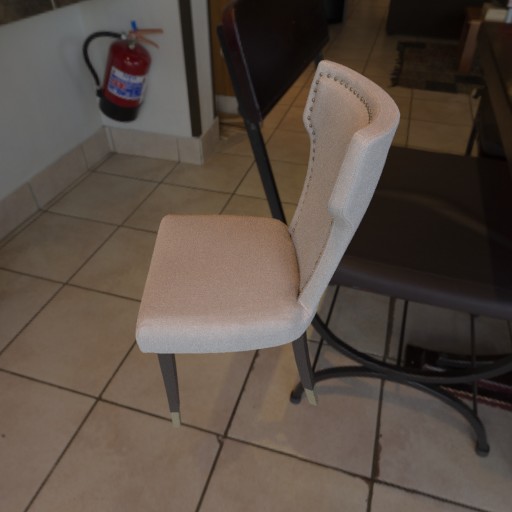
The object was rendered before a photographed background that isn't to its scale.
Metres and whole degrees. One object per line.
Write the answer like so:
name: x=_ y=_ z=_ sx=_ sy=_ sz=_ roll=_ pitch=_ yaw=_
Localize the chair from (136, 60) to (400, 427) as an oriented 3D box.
chair: x=0.000 y=0.000 z=1.289 sx=0.630 sy=0.950 sz=0.526 roll=-1 pitch=39 yaw=-1
